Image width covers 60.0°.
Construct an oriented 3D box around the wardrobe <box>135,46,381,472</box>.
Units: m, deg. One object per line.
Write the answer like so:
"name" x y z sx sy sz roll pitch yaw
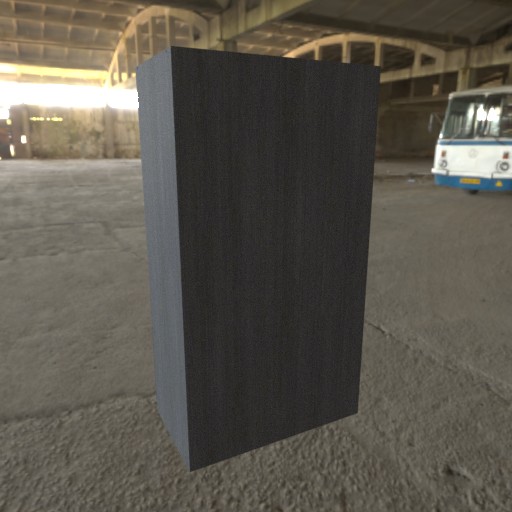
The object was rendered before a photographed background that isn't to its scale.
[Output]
"wardrobe" 0.000 0.000 2.282 0.991 1.808 0.577 -8 17 -27
